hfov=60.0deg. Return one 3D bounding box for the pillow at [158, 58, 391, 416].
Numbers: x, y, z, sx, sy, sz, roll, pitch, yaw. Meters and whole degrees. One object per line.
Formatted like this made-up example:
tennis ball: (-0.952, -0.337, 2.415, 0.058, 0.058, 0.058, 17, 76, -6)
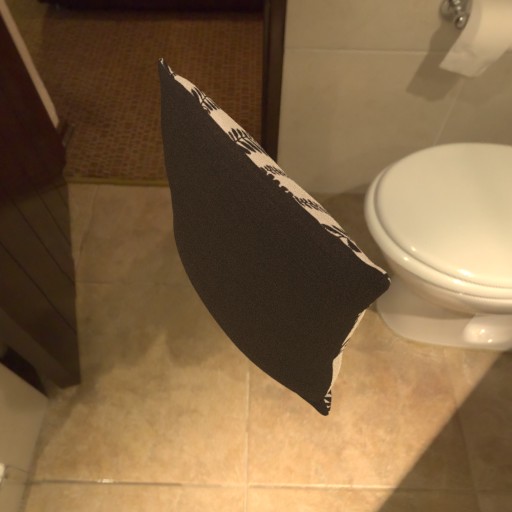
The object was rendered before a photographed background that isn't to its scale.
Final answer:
pillow: (0.000, 0.000, 0.672, 0.182, 0.441, 0.440, -31, 62, -18)
